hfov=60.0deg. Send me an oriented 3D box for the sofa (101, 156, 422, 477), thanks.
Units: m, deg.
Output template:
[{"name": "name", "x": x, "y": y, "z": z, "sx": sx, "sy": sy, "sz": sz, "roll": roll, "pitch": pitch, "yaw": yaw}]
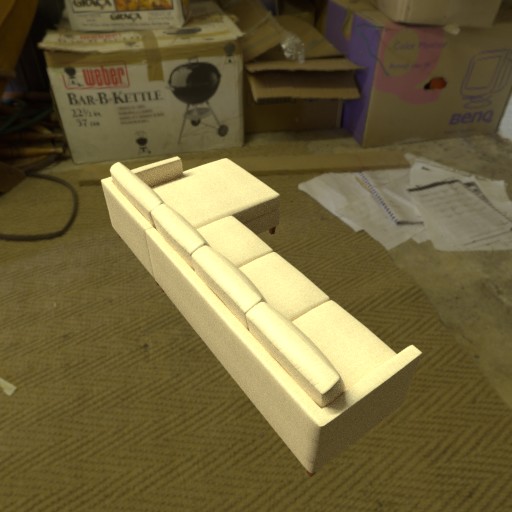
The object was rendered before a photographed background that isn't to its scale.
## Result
[{"name": "sofa", "x": 0.000, "y": 0.000, "z": 4.138, "sx": 1.603, "sy": 0.954, "sz": 3.471, "roll": -25, "pitch": 46, "yaw": -27}]
